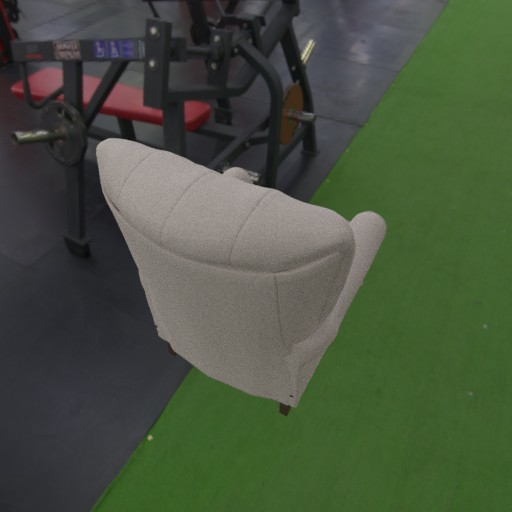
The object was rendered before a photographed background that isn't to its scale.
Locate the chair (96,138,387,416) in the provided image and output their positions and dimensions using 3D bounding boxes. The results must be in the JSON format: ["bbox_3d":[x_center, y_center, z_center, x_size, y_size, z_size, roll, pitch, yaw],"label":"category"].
[{"bbox_3d":[0.000,0.000,1.928,0.942,1.209,1.025,22,50,20],"label":"chair"}]
